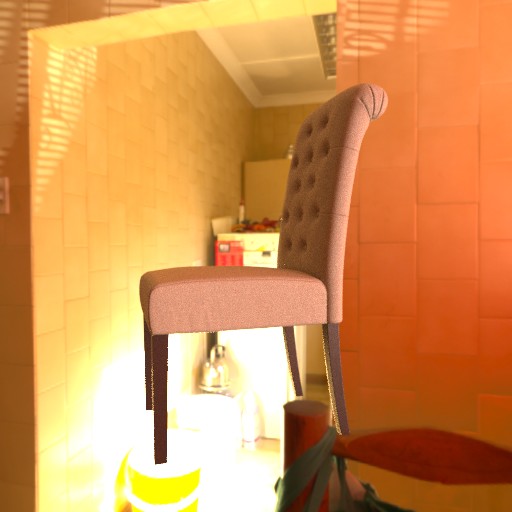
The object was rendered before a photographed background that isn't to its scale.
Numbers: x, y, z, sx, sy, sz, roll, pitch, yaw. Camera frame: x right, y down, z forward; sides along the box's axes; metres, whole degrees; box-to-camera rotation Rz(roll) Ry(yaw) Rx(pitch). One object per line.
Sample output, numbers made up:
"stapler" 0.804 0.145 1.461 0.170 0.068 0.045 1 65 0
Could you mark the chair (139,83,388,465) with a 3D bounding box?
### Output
"chair" 0.000 0.000 1.352 0.671 1.006 0.456 0 2 -17
